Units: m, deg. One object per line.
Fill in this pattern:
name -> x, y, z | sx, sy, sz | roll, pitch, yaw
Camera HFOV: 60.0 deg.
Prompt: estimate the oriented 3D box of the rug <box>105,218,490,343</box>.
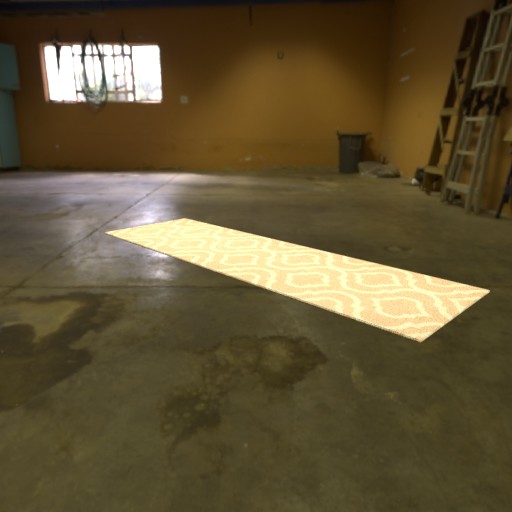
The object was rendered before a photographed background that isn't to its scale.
rug -> 0.000, 0.000, 2.537 | 2.289, 0.013, 0.691 | 16, 23, 43
